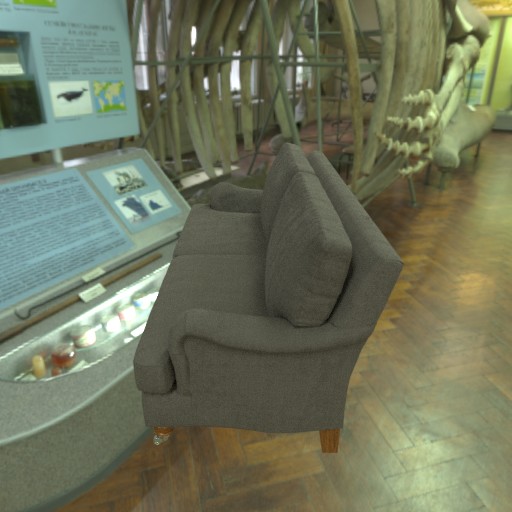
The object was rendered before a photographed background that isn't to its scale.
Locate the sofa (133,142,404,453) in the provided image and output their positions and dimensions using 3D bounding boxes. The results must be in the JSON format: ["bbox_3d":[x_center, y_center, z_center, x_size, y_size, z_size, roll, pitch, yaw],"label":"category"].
[{"bbox_3d":[0.000,0.000,2.764,1.086,1.087,2.165,0,24,-1],"label":"sofa"}]
